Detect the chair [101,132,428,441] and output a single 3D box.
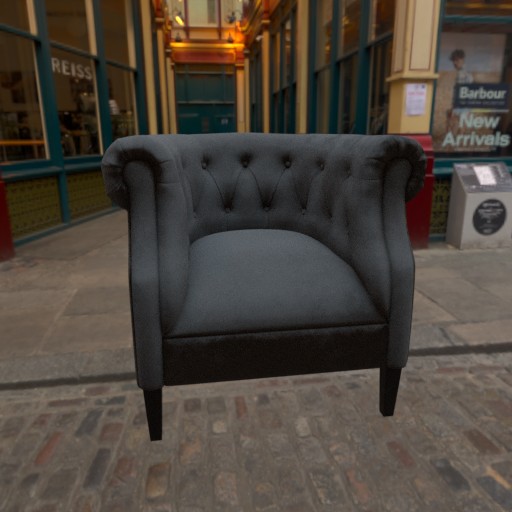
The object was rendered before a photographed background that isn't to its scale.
[{"bbox_3d":[0.000,0.000,1.547,0.904,0.826,0.851,-3,16,-9],"label":"chair"}]
